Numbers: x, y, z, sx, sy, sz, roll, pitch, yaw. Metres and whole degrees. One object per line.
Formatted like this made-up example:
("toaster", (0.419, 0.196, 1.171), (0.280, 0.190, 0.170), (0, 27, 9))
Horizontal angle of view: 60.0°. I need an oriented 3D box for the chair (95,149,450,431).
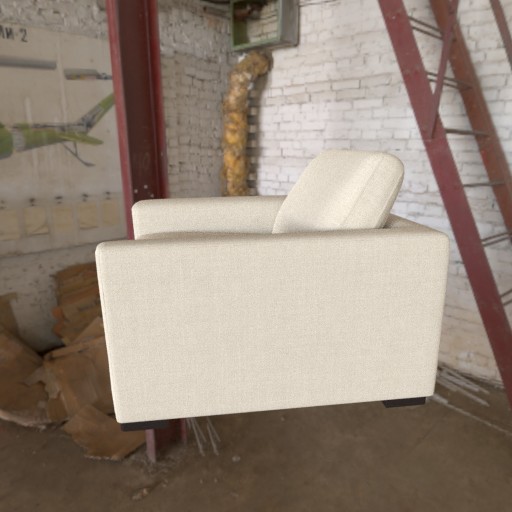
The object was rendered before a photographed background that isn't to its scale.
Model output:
("chair", (0.000, 0.000, 1.867), (1.100, 0.876, 1.070), (-2, 15, -8))
